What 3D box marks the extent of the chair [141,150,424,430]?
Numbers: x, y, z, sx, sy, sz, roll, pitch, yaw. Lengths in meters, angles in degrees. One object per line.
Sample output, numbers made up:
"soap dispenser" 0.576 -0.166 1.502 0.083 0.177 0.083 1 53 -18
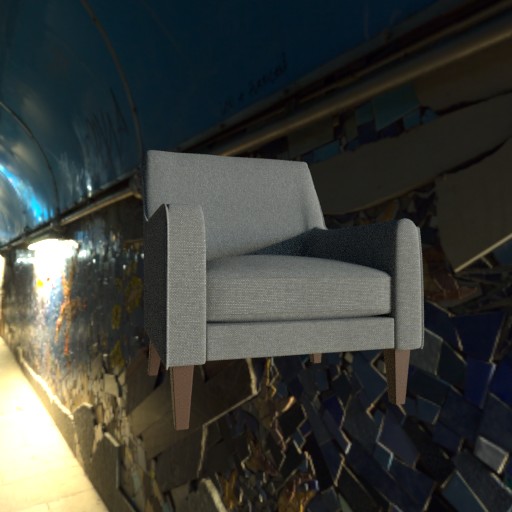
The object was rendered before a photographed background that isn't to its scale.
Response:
"chair" 0.000 0.000 1.632 0.780 0.919 0.899 0 -1 -18
